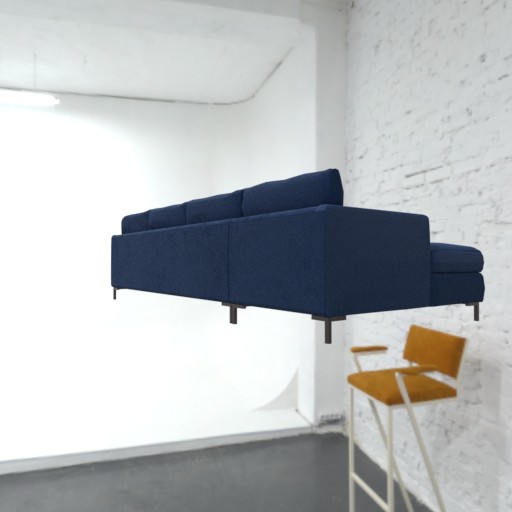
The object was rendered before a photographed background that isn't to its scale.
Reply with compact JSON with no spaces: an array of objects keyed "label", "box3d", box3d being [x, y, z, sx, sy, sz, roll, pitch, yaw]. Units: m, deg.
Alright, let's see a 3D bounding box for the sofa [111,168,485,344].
[{"label":"sofa","box3d":[0.000,0.000,2.905,1.128,0.679,2.450,1,-1,-36]}]
